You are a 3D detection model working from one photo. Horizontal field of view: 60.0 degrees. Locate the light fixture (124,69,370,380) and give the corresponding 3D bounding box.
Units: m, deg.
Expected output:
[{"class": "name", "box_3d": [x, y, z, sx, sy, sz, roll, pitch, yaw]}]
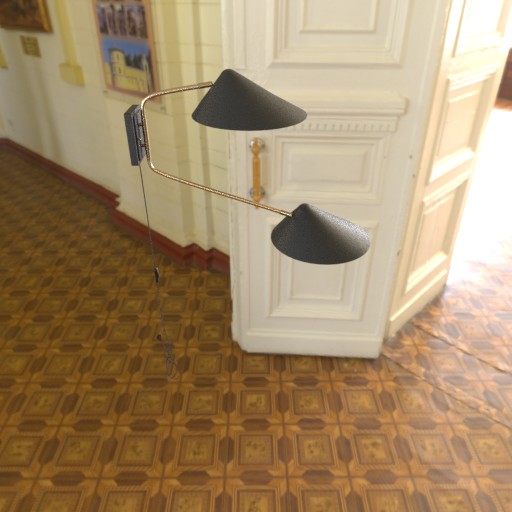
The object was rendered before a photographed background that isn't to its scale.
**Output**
[{"class": "light fixture", "box_3d": [0.000, 0.000, 0.846, 0.422, 0.665, 0.189, 0, 32, -1]}]
